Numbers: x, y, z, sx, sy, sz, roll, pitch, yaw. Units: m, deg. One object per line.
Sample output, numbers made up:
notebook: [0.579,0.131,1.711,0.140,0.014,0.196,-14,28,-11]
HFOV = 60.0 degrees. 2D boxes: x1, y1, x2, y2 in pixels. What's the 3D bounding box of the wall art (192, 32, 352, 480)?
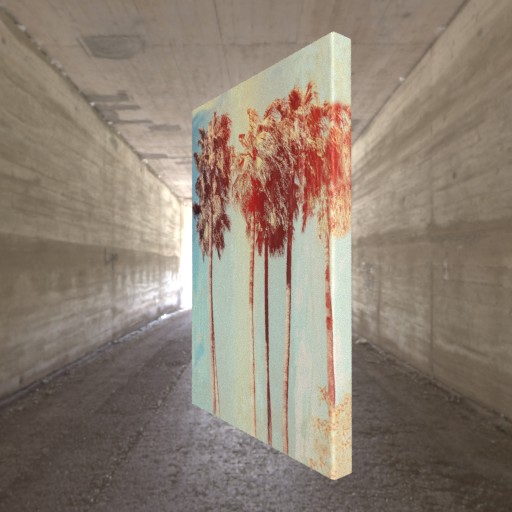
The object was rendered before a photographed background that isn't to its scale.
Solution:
wall art: [0.000,0.000,0.770,0.038,0.610,0.401,0,-1,-36]
